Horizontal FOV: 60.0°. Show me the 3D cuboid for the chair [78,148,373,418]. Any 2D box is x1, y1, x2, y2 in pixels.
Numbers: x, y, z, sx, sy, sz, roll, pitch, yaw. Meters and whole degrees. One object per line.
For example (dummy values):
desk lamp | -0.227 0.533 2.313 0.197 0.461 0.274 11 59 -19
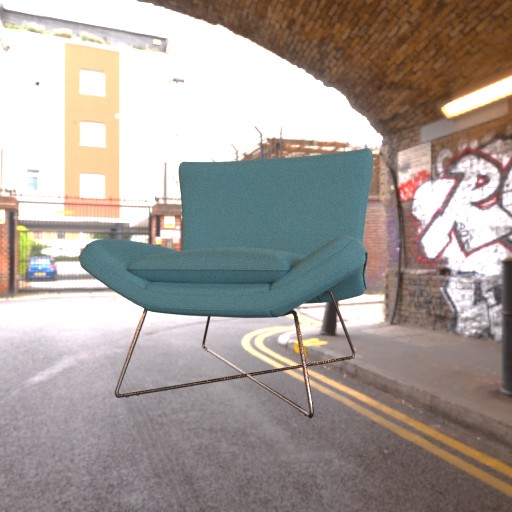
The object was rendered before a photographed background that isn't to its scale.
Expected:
chair | 0.000 0.000 1.678 0.859 0.855 1.008 0 0 17
